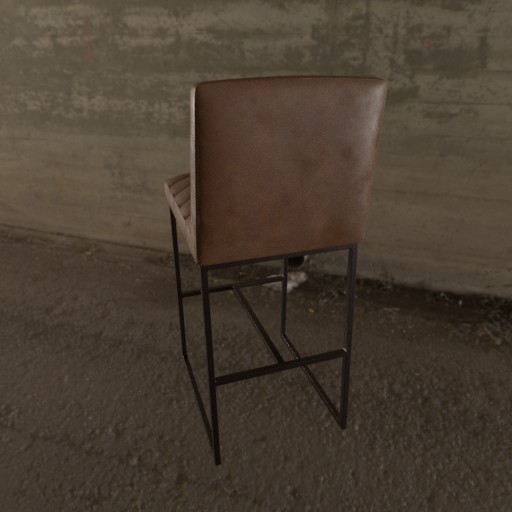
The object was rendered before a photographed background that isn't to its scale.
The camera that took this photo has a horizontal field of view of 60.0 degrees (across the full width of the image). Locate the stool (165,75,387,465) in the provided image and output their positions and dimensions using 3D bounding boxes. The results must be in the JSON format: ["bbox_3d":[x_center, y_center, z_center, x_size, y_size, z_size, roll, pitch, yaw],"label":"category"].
[{"bbox_3d":[0.000,0.000,1.374,0.463,1.065,0.562,-8,27,-17],"label":"stool"}]
